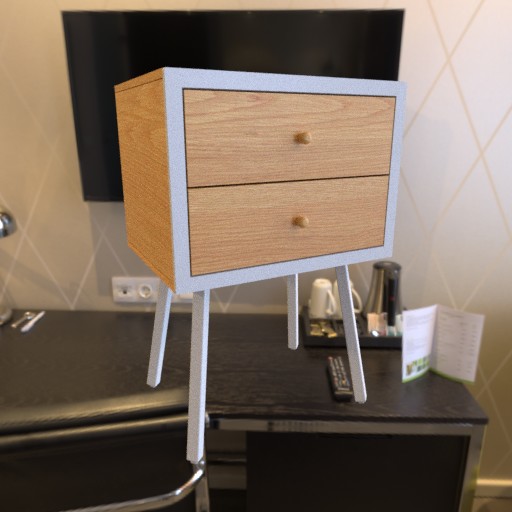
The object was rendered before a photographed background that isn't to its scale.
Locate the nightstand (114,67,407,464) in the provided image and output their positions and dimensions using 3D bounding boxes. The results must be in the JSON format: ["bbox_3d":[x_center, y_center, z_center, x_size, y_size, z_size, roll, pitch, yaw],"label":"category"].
[{"bbox_3d":[0.000,0.000,0.826,0.400,0.601,0.316,-9,18,-27],"label":"nightstand"}]
